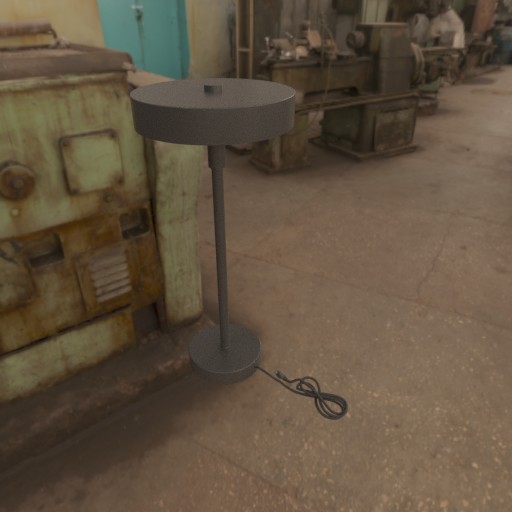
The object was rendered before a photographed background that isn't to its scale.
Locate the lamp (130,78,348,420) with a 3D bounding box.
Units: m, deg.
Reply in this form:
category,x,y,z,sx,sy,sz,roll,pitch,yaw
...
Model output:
category,x,y,z,sx,sy,sz,roll,pitch,yaw
lamp,0.000,0.000,0.710,0.369,0.508,0.229,18,35,28
